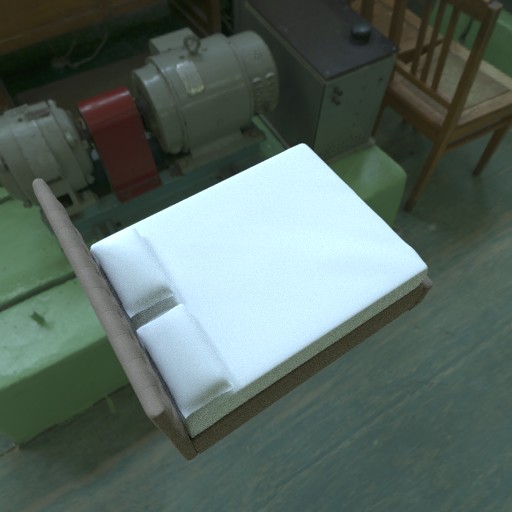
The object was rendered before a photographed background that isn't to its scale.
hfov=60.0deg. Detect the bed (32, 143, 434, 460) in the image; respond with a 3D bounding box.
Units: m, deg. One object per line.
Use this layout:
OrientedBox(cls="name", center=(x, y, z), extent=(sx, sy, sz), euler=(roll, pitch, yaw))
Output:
OrientedBox(cls="bed", center=(0.000, 0.000, 3.256), extent=(2.233, 1.426, 1.696), euler=(-29, 62, -17))
